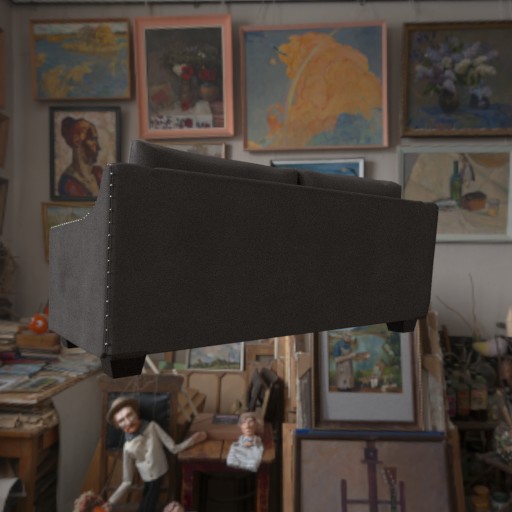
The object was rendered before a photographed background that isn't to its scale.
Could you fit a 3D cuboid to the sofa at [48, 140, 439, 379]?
[{"bbox_3d":[0.000,0.000,3.223,2.550,1.196,1.336,0,-1,-36],"label":"sofa"}]
